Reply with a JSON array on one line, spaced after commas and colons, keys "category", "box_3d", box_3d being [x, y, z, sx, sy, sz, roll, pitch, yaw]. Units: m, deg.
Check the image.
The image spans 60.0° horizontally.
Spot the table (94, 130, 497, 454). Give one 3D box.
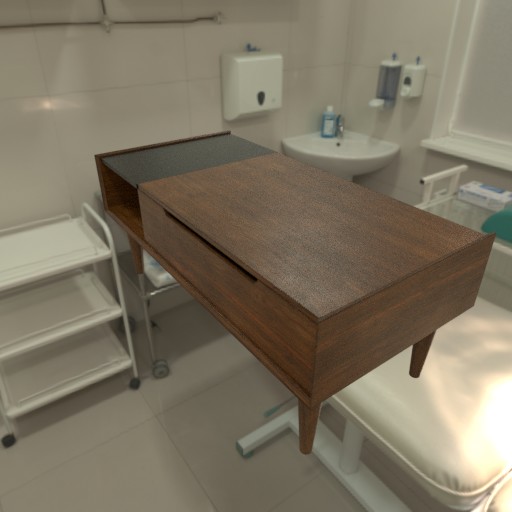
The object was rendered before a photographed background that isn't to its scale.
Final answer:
[{"category": "table", "box_3d": [0.000, 0.000, 1.515, 0.610, 0.508, 1.221, -20, 36, -30]}]
